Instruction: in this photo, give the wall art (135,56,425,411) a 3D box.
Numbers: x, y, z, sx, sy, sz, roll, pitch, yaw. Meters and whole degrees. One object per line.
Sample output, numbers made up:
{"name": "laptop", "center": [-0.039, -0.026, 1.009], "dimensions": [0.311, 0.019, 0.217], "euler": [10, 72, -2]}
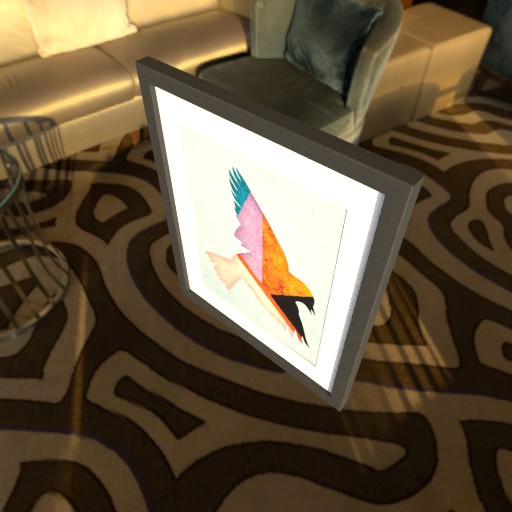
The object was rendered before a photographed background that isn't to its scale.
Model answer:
{"name": "wall art", "center": [0.000, 0.000, 0.774], "dimensions": [0.457, 0.558, 0.028], "euler": [32, 55, 26]}
